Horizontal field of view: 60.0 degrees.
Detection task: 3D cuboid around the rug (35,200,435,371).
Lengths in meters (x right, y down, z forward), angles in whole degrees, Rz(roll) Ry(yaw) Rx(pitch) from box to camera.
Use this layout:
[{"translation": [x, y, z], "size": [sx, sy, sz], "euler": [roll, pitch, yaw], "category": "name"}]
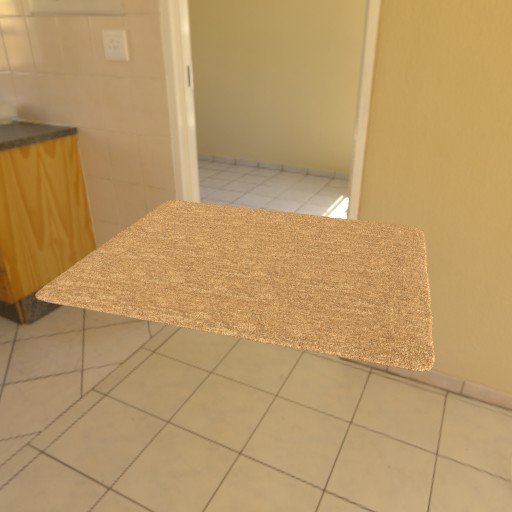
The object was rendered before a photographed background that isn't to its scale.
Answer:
[{"translation": [0.000, 0.000, 3.875], "size": [2.873, 0.050, 2.242], "euler": [8, 28, 15], "category": "rug"}]
